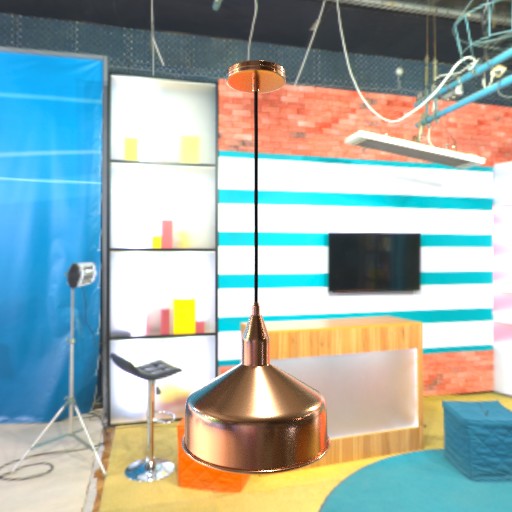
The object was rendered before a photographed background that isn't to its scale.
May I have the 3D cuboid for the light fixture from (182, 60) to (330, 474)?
[{"bbox_3d":[0.000,0.000,0.912,0.301,0.754,0.301,0,-1,37],"label":"light fixture"}]
